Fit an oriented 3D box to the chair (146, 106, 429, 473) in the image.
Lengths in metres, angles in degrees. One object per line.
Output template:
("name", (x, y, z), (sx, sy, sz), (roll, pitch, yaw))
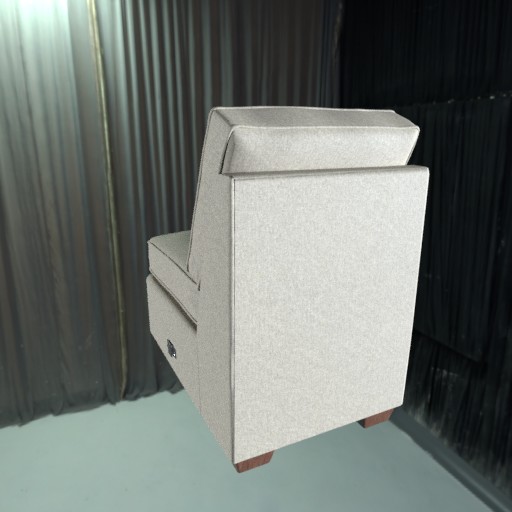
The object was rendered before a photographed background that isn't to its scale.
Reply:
("chair", (0.000, 0.000, 1.710), (0.674, 1.058, 1.020), (-8, 17, -25))
